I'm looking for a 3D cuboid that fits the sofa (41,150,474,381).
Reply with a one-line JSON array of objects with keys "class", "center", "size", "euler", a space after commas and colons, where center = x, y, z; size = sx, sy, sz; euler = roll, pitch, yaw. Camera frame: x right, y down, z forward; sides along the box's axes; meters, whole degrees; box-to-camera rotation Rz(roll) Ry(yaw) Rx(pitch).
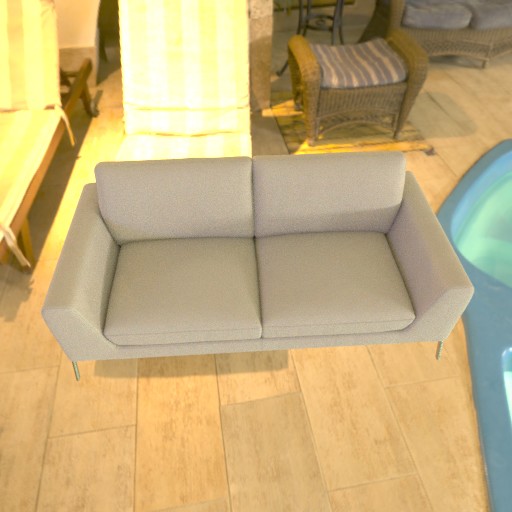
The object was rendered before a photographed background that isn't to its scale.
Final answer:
[{"class": "sofa", "center": [0.000, 0.000, 2.462], "size": [2.017, 0.875, 0.953], "euler": [-3, 46, -3]}]
